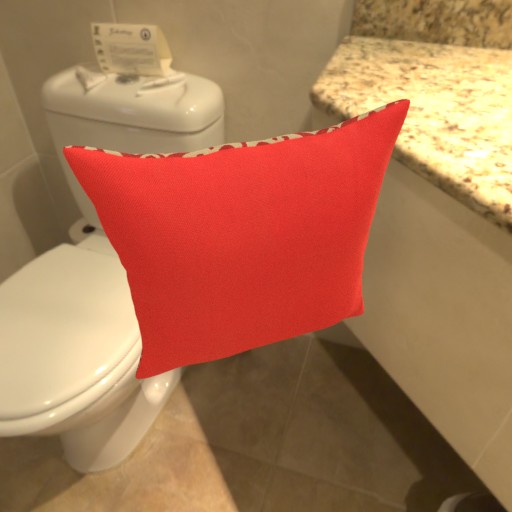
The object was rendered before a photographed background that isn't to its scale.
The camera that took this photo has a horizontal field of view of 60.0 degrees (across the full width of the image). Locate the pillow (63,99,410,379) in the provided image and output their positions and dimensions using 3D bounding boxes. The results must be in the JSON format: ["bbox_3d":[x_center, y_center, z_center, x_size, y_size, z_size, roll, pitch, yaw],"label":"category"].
[{"bbox_3d":[0.000,0.000,0.793,0.522,0.507,0.192,-13,42,-14],"label":"pillow"}]
